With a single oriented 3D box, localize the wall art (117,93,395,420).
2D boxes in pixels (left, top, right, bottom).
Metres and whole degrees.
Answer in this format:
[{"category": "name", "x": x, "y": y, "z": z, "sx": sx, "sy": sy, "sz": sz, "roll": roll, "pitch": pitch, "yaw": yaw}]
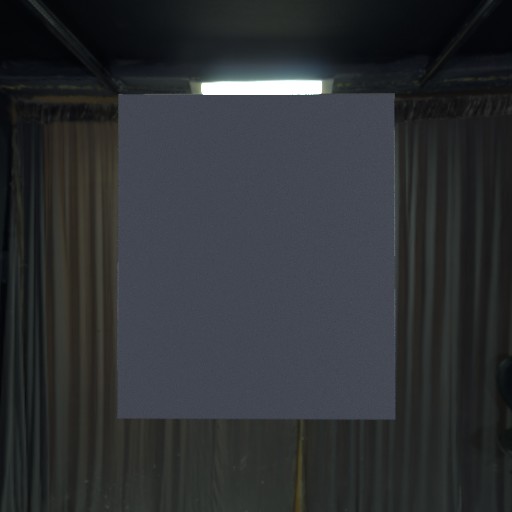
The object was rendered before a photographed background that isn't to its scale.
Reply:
[{"category": "wall art", "x": 0.000, "y": 0.000, "z": 0.714, "sx": 0.435, "sy": 0.511, "sz": 0.037, "roll": 0, "pitch": -1, "yaw": 1}]
